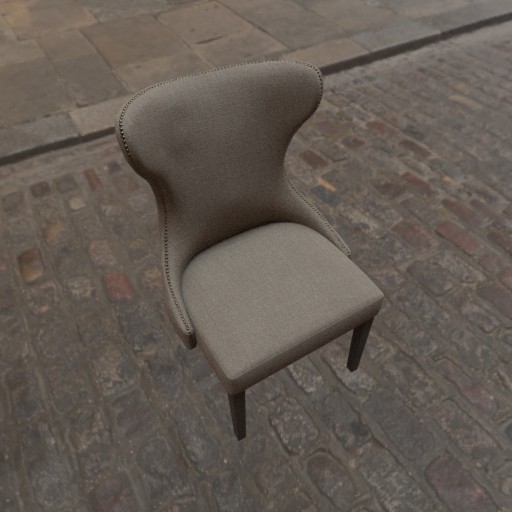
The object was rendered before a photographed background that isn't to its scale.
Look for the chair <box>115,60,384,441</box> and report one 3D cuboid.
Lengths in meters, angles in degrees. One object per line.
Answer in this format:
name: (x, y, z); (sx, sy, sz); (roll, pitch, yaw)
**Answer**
chair: (0.000, 0.000, 1.391); (0.628, 0.967, 0.635); (-24, 51, -21)
